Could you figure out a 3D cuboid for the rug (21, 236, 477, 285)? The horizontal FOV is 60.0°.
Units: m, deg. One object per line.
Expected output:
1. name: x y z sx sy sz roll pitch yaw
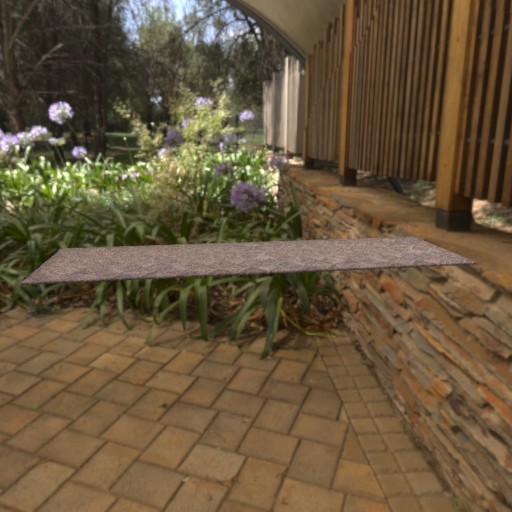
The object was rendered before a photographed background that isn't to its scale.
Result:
1. rug: 0.000 0.000 2.529 2.296 0.011 0.691 -2 15 -9
